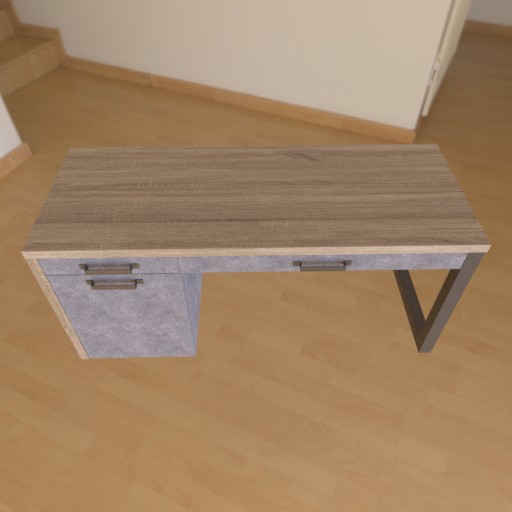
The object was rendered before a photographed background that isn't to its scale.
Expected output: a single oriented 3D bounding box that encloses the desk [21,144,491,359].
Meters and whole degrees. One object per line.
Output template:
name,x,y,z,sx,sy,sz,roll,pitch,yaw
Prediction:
desk,0.000,0.000,2.096,1.700,0.760,0.690,-1,47,-1
